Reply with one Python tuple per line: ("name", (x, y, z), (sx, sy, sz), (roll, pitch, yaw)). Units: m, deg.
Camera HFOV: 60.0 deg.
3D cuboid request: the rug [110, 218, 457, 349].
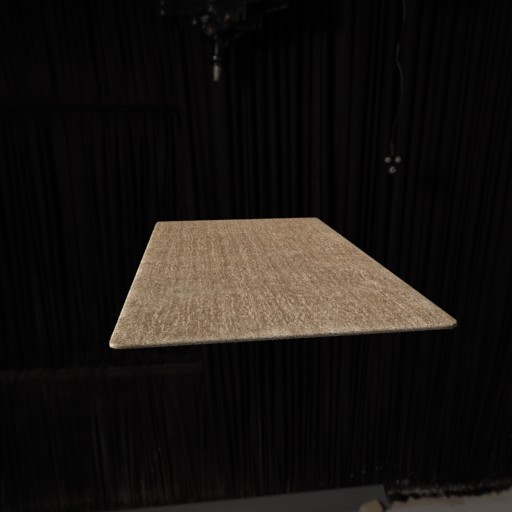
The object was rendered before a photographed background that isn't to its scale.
("rug", (0.000, 0.000, 3.059), (1.539, 0.024, 2.469), (-2, 16, -7))
